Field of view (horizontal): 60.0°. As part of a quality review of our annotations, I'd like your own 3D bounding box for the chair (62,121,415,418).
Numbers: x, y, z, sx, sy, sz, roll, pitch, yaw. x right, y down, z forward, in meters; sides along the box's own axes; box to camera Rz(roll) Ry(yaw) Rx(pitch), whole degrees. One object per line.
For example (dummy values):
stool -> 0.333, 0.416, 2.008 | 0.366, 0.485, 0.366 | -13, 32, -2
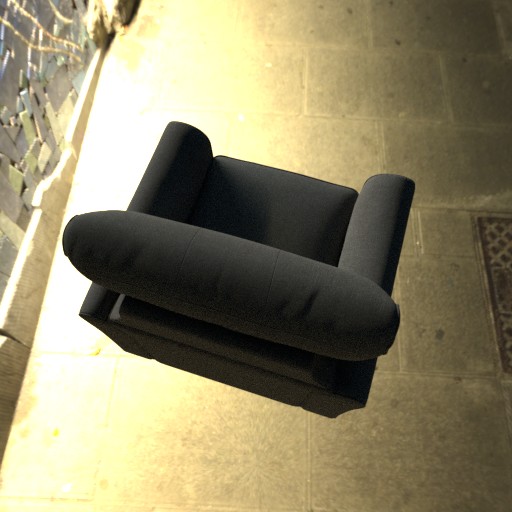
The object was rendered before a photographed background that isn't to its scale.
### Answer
chair -> 0.000, 0.000, 1.563 | 0.941, 0.890, 0.816 | 16, 66, 7
